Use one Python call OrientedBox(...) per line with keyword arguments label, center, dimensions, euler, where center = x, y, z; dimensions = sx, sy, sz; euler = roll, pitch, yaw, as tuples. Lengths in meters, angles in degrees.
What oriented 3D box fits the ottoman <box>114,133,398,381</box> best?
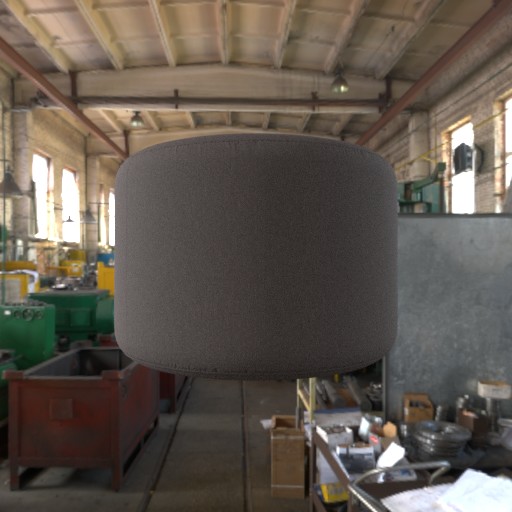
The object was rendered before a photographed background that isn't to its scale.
OrientedBox(label="ottoman", center=(0.000, 0.000, 0.998), dimensions=(0.608, 0.433, 0.608), euler=(0, 0, 0))
